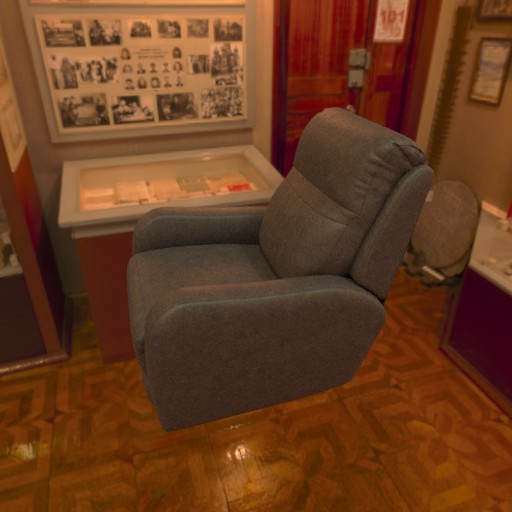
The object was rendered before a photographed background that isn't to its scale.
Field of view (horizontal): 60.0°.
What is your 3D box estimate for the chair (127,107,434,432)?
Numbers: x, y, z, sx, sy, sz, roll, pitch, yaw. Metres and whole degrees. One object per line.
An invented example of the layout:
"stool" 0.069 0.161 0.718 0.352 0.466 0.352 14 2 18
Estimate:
"chair" 0.000 0.000 1.840 1.067 1.067 0.865 -8 30 -14
